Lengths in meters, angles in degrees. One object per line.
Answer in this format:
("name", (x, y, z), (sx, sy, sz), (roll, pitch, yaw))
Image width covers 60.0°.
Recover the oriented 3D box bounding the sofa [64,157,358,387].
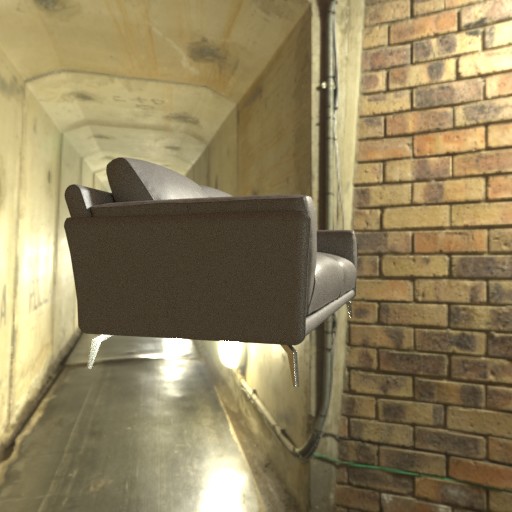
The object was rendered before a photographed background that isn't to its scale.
("sofa", (0.000, 0.000, 2.627), (1.049, 0.930, 2.101), (0, -1, 17))
